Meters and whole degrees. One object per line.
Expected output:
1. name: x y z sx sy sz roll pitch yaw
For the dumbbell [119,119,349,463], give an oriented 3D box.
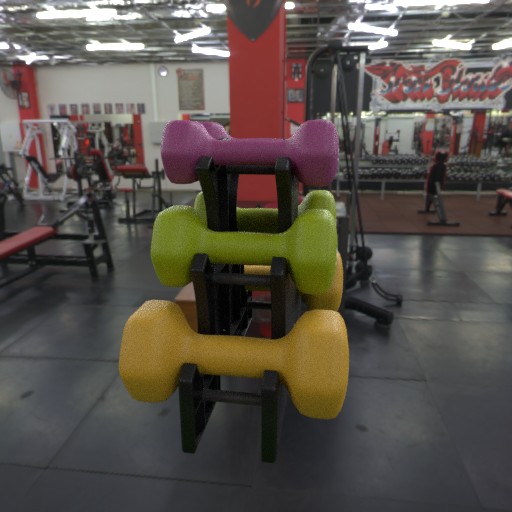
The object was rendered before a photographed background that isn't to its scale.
1. dumbbell: 0.000 0.000 0.465 0.190 0.271 0.300 3 16 9
